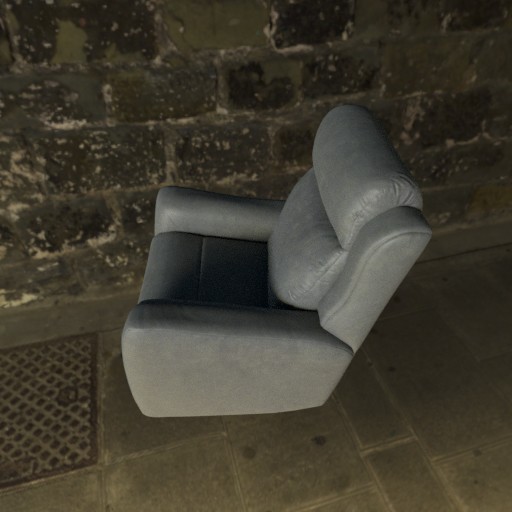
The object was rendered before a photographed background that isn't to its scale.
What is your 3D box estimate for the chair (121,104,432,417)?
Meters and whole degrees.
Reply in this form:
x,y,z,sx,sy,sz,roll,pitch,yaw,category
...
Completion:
x,y,z,sx,sy,sz,roll,pitch,yaw,category
0.000,0.000,1.934,1.068,1.116,0.965,-1,40,-1,chair
